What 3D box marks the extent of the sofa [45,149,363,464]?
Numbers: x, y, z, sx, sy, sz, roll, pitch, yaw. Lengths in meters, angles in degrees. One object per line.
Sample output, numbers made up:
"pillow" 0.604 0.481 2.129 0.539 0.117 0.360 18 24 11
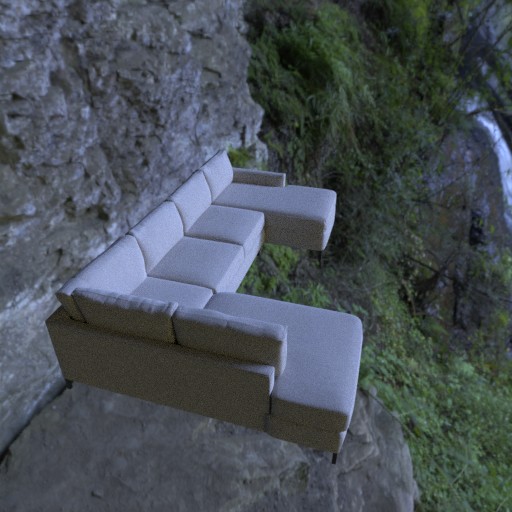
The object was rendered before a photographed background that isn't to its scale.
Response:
"sofa" 0.000 0.000 3.859 1.989 0.862 2.984 9 34 14
